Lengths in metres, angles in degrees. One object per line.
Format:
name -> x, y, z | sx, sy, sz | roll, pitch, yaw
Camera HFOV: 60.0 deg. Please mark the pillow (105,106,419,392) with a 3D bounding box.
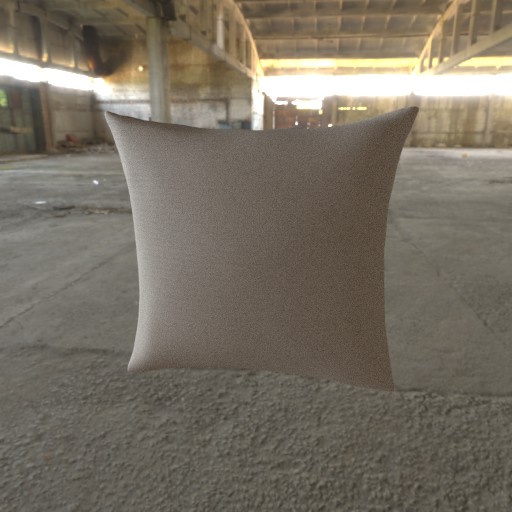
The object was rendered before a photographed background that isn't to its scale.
pillow -> 0.000, 0.000, 0.783 | 0.512, 0.497, 0.204 | 2, 16, 8
